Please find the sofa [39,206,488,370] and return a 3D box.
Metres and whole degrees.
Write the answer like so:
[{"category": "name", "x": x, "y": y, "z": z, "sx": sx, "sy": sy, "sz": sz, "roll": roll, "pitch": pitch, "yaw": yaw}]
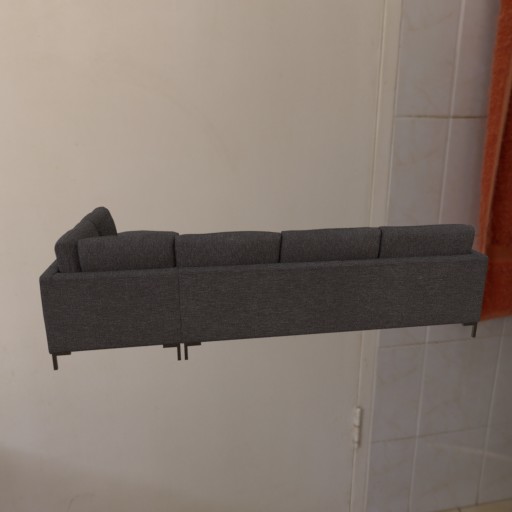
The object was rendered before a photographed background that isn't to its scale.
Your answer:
[{"category": "sofa", "x": 0.000, "y": 0.000, "z": 3.787, "sx": 2.949, "sy": 0.815, "sz": 2.007, "roll": -2, "pitch": 16, "yaw": -9}]
